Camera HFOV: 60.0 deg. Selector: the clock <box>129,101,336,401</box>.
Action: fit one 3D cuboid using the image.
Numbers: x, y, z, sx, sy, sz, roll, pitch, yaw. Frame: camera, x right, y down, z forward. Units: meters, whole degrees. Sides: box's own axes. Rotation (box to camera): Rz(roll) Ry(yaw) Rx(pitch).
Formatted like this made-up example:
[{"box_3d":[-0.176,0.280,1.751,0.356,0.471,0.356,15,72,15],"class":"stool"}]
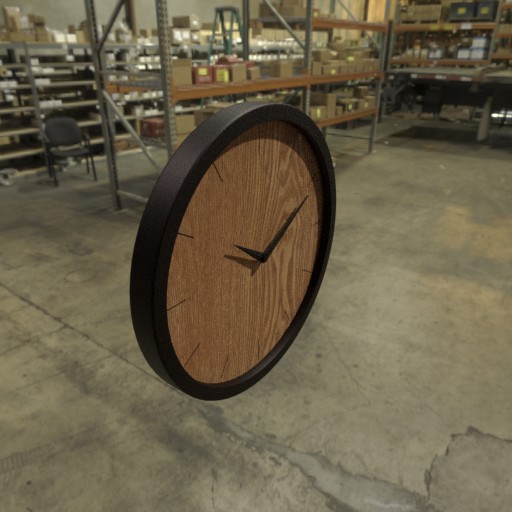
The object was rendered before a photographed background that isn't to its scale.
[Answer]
[{"box_3d":[0.000,0.000,0.476,0.029,0.314,0.314,18,31,33],"class":"clock"}]
